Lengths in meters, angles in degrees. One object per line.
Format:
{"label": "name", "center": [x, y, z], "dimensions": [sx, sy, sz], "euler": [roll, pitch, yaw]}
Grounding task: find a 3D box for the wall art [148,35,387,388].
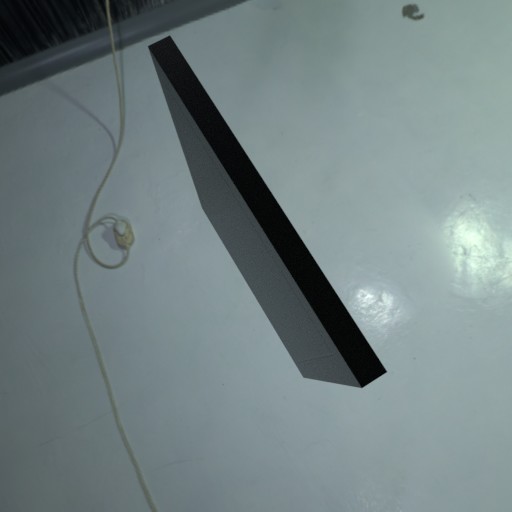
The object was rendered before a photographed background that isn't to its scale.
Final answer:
{"label": "wall art", "center": [0.000, 0.000, 0.759], "dimensions": [0.031, 0.558, 0.461], "euler": [-30, 78, -7]}
